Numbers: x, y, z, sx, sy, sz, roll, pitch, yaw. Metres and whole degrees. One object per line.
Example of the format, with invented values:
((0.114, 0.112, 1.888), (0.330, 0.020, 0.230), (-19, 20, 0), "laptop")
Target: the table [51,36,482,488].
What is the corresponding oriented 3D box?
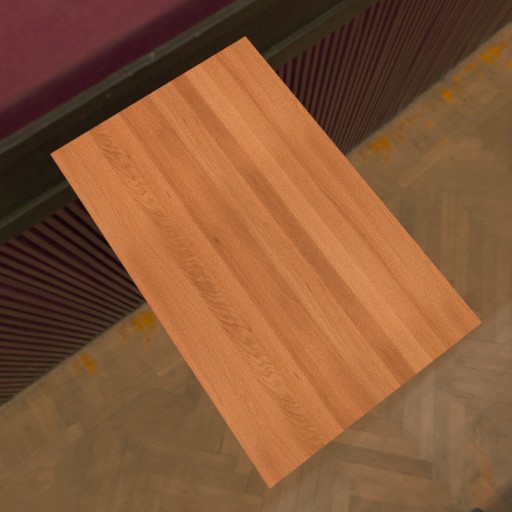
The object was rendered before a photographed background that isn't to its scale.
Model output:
((0.000, 0.000, 1.489), (0.700, 0.510, 1.100), (-35, 79, -8), "table")
